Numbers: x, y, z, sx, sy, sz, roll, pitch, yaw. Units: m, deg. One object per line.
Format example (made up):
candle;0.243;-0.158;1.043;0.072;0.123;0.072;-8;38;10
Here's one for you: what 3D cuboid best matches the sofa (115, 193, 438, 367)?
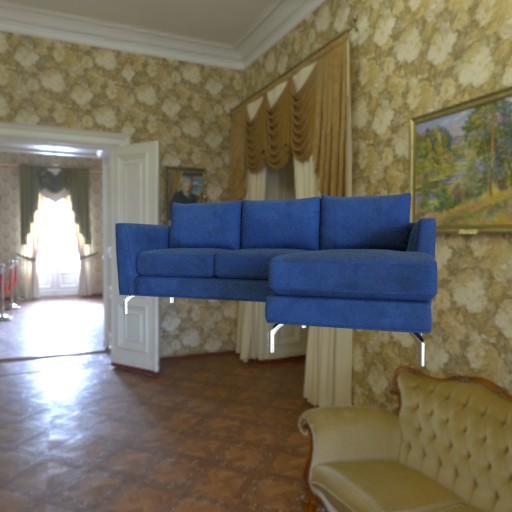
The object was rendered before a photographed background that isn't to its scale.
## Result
sofa;0.000;0.000;3.242;2.438;0.987;1.622;1;2;20
